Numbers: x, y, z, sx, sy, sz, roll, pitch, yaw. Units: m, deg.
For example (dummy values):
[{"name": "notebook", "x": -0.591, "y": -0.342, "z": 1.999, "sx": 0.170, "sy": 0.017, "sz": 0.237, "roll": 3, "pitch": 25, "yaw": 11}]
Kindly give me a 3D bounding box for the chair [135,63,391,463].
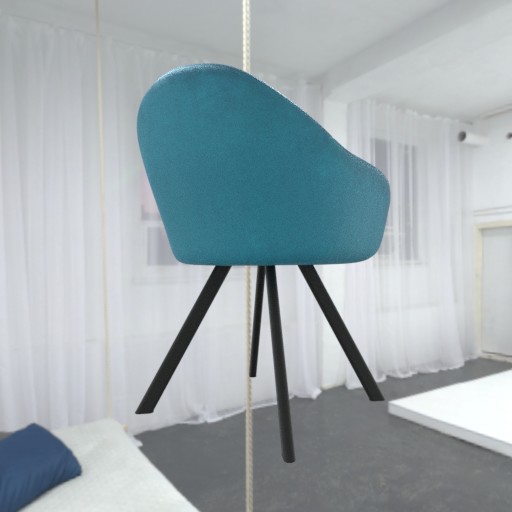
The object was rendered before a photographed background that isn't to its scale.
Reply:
[{"name": "chair", "x": 0.000, "y": 0.000, "z": 1.125, "sx": 0.540, "sy": 0.780, "sz": 0.570, "roll": -1, "pitch": -1, "yaw": 37}]
